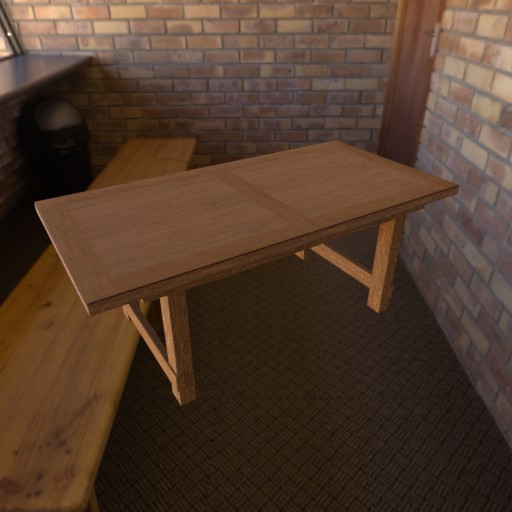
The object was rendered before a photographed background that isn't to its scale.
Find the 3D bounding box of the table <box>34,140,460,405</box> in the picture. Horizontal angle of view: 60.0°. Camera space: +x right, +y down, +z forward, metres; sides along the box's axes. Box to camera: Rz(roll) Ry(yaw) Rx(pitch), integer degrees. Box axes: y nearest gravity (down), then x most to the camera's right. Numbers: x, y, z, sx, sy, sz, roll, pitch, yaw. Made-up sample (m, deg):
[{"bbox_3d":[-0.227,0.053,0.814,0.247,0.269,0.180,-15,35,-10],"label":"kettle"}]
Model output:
[{"bbox_3d":[0.000,0.000,2.494,1.982,0.762,1.000,-18,35,-28],"label":"table"}]
